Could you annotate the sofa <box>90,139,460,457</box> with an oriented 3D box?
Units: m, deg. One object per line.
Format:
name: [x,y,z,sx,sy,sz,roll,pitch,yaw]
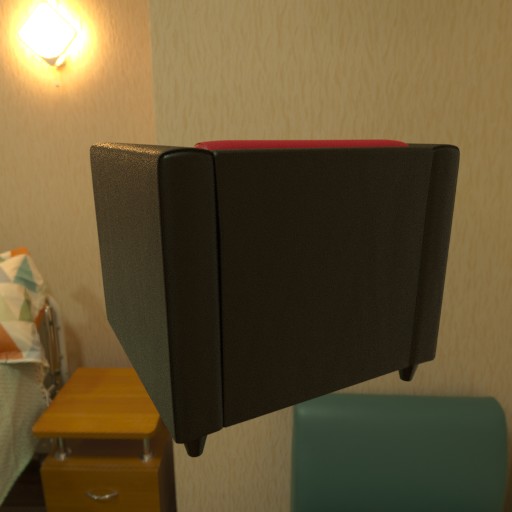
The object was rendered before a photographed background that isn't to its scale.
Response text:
sofa: [0.000,0.000,1.419,0.839,0.724,0.809,-8,17,-27]
